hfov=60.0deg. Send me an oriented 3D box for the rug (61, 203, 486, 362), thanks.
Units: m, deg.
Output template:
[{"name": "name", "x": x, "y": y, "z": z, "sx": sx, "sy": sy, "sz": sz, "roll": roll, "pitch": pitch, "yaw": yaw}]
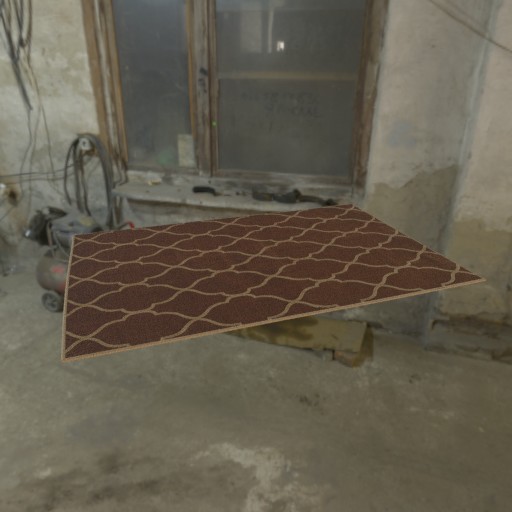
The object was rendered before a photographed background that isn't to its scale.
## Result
[{"name": "rug", "x": 0.000, "y": 0.000, "z": 2.870, "sx": 2.294, "sy": 0.014, "sz": 1.528, "roll": -8, "pitch": 26, "yaw": -17}]
